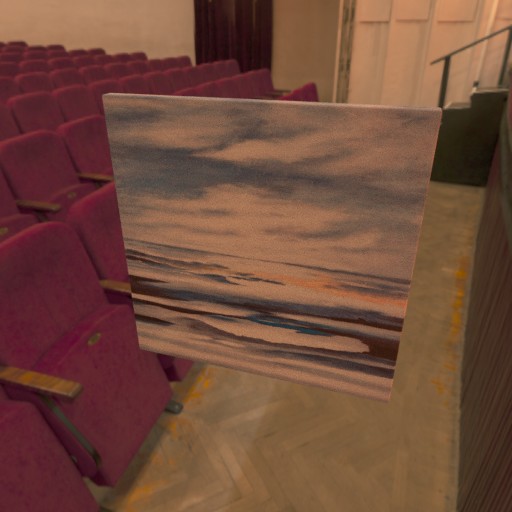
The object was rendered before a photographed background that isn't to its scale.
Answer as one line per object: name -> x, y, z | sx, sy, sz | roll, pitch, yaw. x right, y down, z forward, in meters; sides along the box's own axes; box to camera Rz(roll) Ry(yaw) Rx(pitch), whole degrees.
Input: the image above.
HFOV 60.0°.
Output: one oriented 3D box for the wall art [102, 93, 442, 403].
wall art -> 0.000, 0.000, 1.117 | 0.747, 0.747, 0.035 | 8, 28, 16
